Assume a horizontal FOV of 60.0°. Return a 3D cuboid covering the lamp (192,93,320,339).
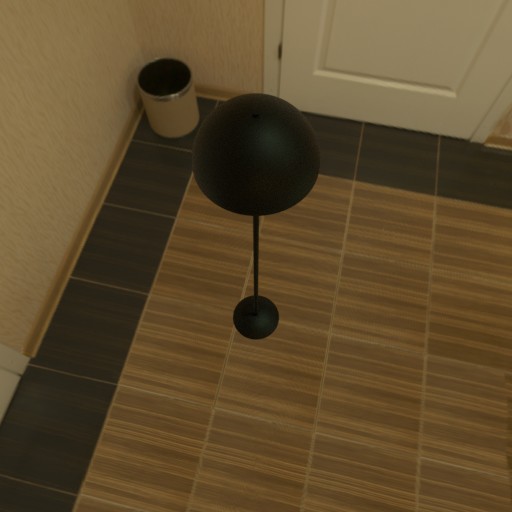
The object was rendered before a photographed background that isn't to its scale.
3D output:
[{"bbox_3d":[0.000,0.000,1.652,0.328,1.480,0.328,-15,65,-7],"label":"lamp"}]
